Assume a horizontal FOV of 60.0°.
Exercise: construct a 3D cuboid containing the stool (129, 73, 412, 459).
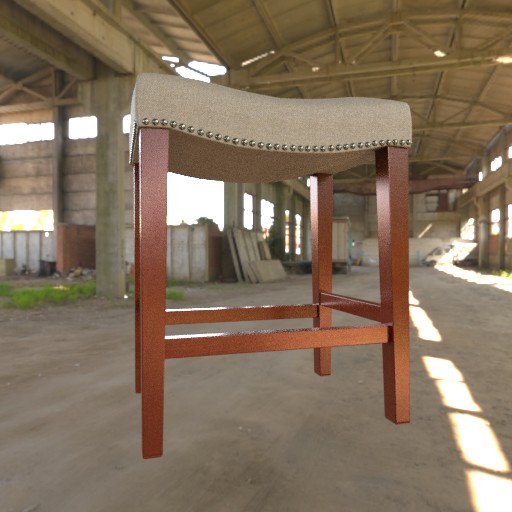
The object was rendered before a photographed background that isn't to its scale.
[{"bbox_3d":[0.000,0.000,0.936,0.509,0.632,0.375,0,1,-17],"label":"stool"}]
